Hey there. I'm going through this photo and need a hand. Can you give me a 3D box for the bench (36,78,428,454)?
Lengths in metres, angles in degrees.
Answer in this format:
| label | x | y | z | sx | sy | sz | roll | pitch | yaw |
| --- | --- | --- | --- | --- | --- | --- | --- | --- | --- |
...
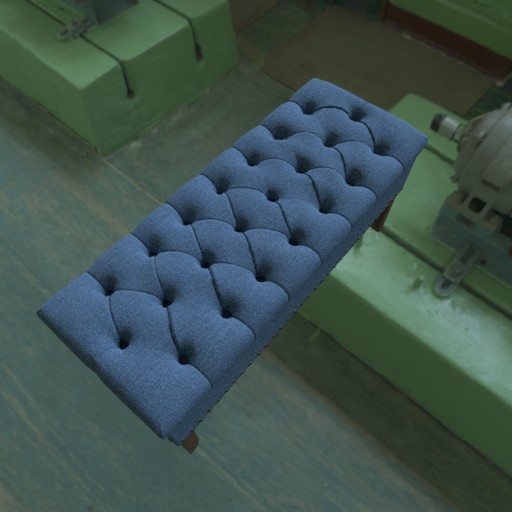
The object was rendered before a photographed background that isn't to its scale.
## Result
| label | x | y | z | sx | sy | sz | roll | pitch | yaw |
| --- | --- | --- | --- | --- | --- | --- | --- | --- | --- |
| bench | 0.000 | 0.000 | 1.301 | 0.417 | 0.492 | 1.052 | 36 | 66 | 19 |
